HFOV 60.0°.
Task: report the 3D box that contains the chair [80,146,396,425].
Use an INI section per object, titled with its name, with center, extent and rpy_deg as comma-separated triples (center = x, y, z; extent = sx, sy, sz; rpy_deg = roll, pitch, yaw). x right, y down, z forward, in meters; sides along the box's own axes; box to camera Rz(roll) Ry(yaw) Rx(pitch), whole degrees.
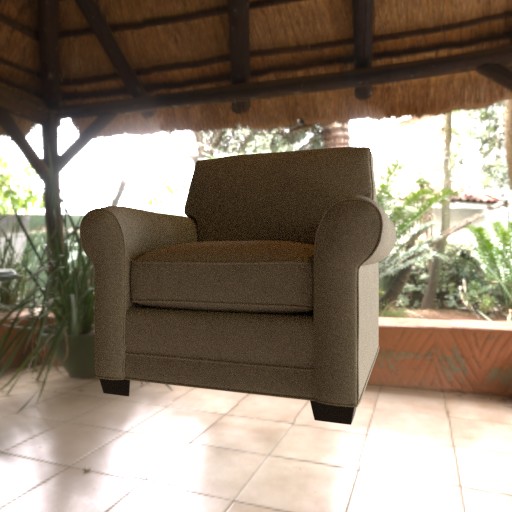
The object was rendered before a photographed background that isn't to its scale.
[chair]
center = 0.000, 0.000, 1.930
extent = 1.147, 1.044, 0.939
rpy_deg = 0, 0, 20
